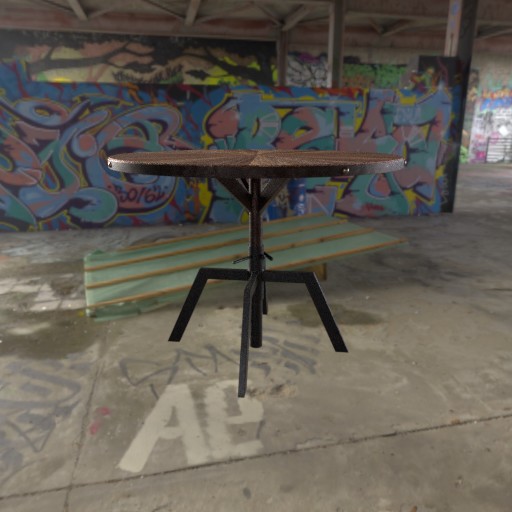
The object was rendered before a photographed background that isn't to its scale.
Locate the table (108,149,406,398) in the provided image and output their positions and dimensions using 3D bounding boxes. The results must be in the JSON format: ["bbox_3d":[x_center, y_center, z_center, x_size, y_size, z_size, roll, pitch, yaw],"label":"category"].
[{"bbox_3d":[0.000,0.000,1.477,0.885,0.658,0.885,0,16,0],"label":"table"}]
